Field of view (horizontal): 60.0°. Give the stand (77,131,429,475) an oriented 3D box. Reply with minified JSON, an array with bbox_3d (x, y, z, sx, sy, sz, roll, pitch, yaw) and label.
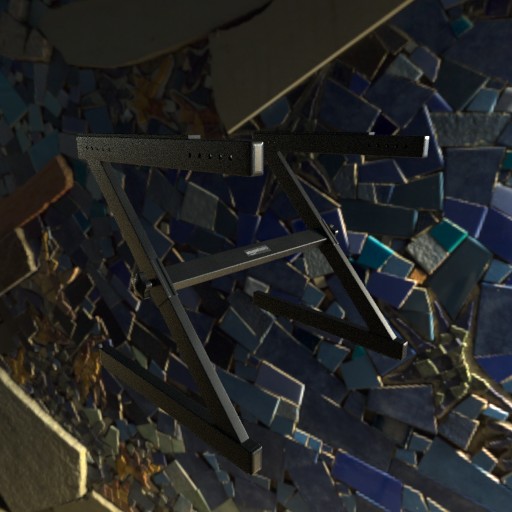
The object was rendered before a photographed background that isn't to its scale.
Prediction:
[{"bbox_3d":[0.000,0.000,1.152,0.586,0.617,0.700,15,22,42],"label":"stand"}]
